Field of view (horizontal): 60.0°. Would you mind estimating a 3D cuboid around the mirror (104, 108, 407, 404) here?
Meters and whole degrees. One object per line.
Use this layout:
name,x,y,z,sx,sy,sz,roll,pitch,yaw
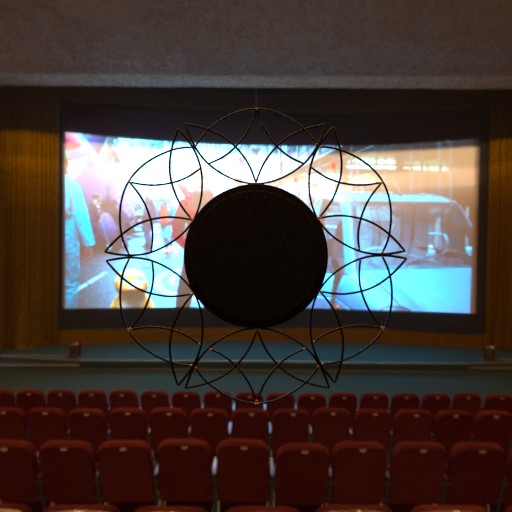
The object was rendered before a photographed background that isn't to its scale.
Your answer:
mirror,0.000,0.000,1.164,0.797,0.775,0.028,0,0,0
